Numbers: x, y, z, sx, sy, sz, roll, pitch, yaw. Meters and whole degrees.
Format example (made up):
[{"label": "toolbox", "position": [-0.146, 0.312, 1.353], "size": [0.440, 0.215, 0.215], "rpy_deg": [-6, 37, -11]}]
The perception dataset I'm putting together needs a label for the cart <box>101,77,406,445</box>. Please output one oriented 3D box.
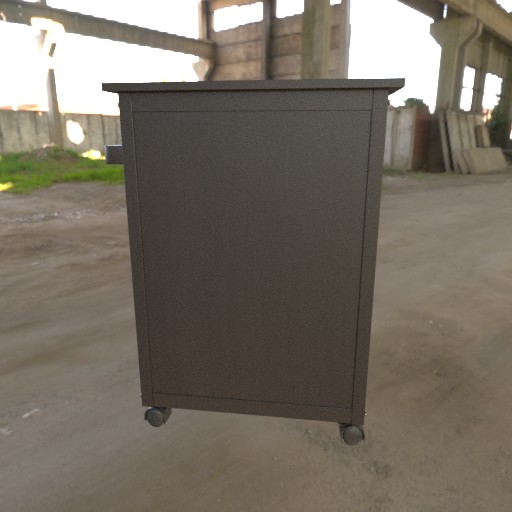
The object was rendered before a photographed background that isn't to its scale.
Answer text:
[{"label": "cart", "position": [0.000, 0.000, 1.251], "size": [0.660, 0.879, 0.456], "rpy_deg": [2, 16, 8]}]
